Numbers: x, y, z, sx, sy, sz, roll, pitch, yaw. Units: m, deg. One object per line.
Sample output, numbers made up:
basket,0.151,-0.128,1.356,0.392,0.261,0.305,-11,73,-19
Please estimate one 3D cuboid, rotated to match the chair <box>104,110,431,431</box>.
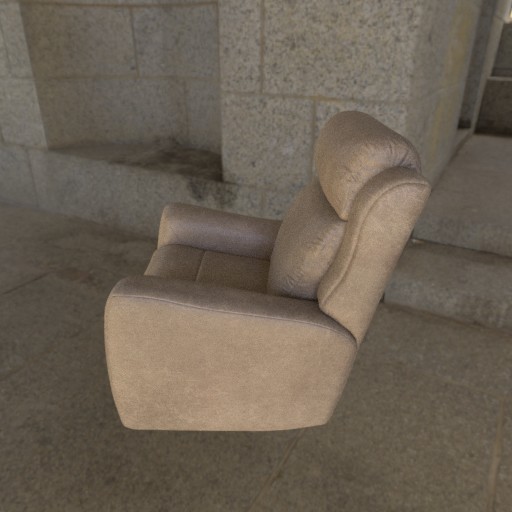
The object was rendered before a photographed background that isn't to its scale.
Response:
chair,0.000,0.000,1.873,1.068,1.116,0.967,1,26,1
